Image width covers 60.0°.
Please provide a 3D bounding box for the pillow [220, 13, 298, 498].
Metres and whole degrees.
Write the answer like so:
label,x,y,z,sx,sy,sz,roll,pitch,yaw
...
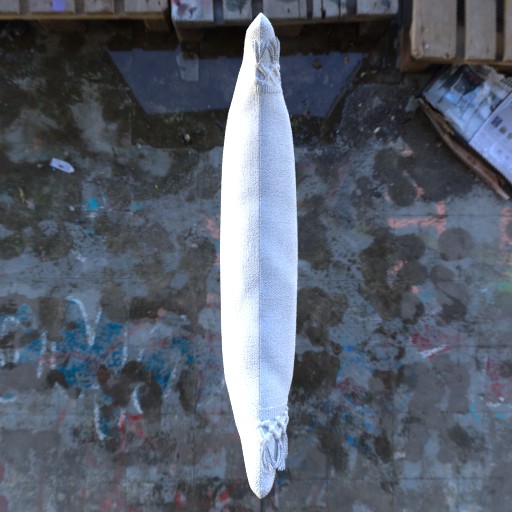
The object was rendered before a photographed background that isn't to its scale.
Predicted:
label,x,y,z,sx,sy,sz,roll,pitch,yaw
pillow,0.000,0.000,0.567,0.084,0.305,0.466,0,90,-2
